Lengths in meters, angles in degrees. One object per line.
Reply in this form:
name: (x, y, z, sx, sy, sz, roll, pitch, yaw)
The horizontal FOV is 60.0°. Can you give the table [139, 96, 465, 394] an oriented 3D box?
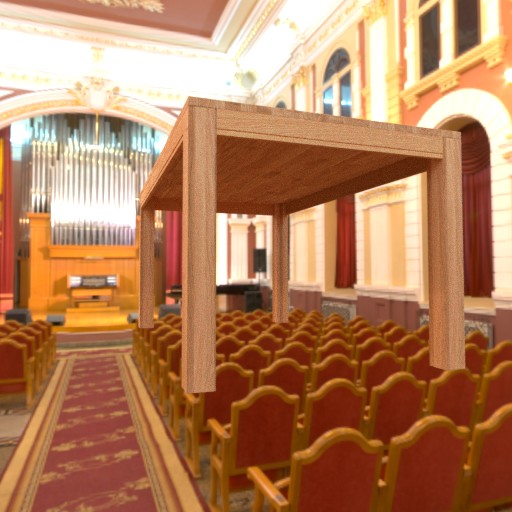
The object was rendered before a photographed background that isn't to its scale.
table: (0.000, 0.000, 1.998, 0.900, 0.770, 1.500, 1, -2, -19)
